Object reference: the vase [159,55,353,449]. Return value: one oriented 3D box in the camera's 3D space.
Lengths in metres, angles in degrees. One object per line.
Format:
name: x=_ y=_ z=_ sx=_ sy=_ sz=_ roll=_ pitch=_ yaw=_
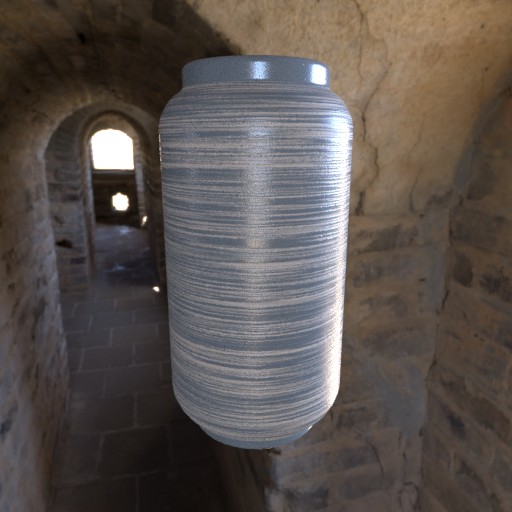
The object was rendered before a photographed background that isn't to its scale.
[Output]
vase: x=0.000 y=0.000 z=0.291 sx=0.116 sy=0.230 sz=0.116 roll=0 pitch=15 yaw=0
